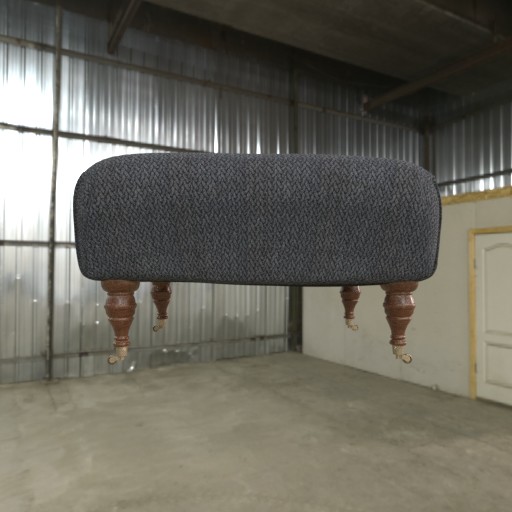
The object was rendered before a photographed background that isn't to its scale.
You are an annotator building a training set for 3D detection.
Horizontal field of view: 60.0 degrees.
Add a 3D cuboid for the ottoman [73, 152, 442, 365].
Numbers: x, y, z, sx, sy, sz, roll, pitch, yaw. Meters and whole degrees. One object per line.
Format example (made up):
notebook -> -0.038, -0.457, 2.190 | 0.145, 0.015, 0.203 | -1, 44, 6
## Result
ottoman -> 0.000, 0.000, 1.135 | 0.747, 0.450, 0.622 | 0, -1, -1
